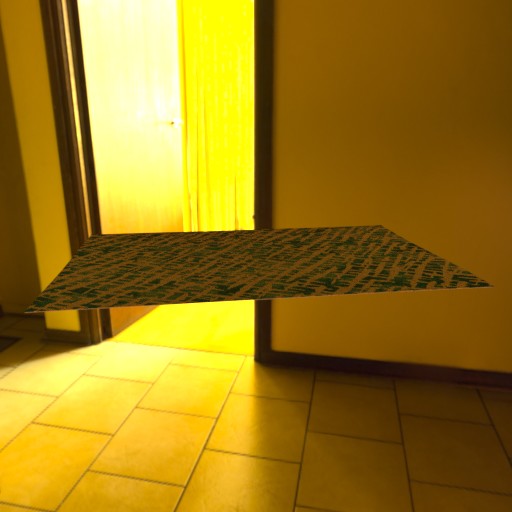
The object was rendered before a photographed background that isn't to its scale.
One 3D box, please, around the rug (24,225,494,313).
[{"bbox_3d":[0.000,0.000,2.995,2.447,0.011,1.520,-2,17,-8],"label":"rug"}]
